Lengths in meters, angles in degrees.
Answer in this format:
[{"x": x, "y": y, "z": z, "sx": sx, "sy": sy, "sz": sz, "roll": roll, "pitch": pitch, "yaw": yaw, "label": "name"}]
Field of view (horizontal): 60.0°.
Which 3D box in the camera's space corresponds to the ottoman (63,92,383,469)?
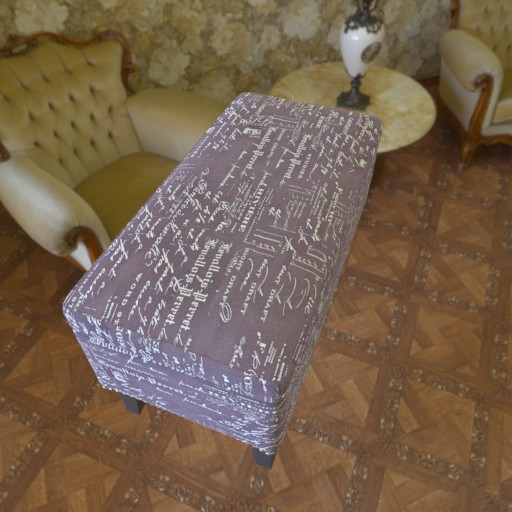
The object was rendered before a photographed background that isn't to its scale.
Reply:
[{"x": 0.000, "y": 0.000, "z": 1.083, "sx": 0.406, "sy": 0.457, "sz": 0.813, "roll": 16, "pitch": 50, "yaw": 14, "label": "ottoman"}]
